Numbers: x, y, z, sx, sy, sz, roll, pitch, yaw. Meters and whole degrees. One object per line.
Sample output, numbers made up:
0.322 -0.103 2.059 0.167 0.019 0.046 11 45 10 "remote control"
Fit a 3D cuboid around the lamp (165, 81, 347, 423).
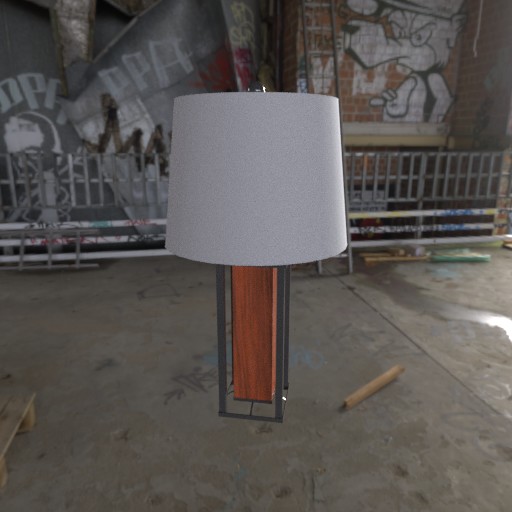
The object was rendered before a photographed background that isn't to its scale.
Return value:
0.000 0.000 0.799 0.320 0.591 0.320 0 15 0 "lamp"
